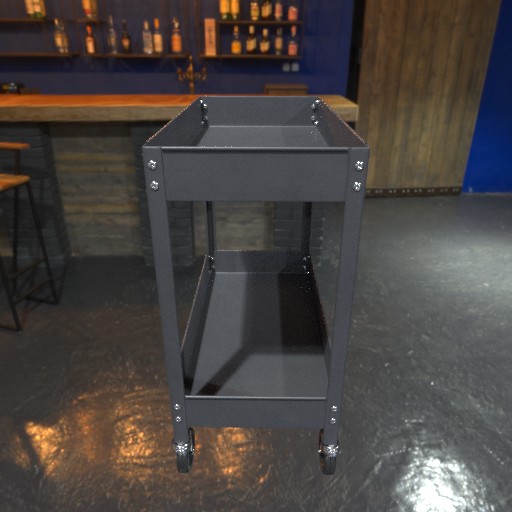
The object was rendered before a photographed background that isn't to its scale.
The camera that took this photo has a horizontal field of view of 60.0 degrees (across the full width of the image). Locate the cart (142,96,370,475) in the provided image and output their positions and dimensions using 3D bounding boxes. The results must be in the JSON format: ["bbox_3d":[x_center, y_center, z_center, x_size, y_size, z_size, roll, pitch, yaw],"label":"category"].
[{"bbox_3d":[0.000,0.000,1.143,0.366,0.719,0.779,0,26,1],"label":"cart"}]
